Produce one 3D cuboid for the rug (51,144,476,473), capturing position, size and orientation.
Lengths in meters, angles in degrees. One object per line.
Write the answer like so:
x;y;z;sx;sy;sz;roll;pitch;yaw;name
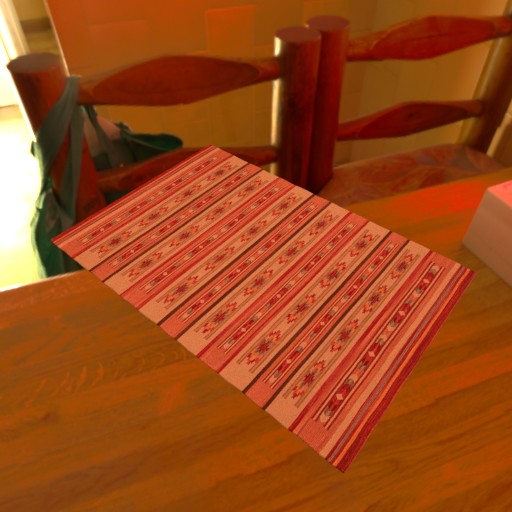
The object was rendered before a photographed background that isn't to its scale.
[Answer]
0.000;0.000;2.264;1.817;0.008;1.223;31;53;27;rug
